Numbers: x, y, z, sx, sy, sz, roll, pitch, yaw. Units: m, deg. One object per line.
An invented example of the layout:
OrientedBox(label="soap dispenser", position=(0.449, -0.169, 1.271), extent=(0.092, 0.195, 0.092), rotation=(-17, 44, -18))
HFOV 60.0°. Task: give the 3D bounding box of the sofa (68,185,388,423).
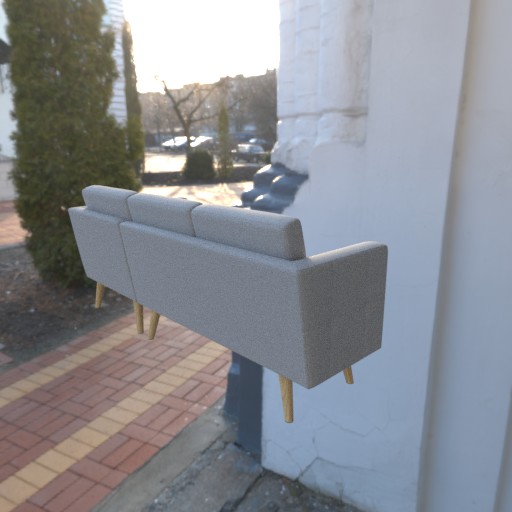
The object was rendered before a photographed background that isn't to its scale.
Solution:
OrientedBox(label="sofa", position=(0.000, 0.000, 2.802), extent=(1.530, 0.860, 2.040), rotation=(-14, 20, -42))
